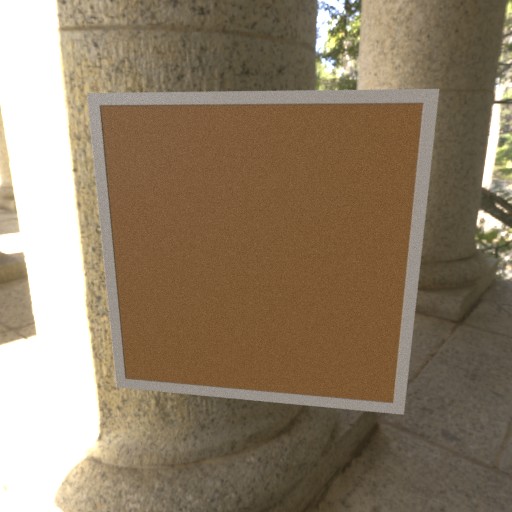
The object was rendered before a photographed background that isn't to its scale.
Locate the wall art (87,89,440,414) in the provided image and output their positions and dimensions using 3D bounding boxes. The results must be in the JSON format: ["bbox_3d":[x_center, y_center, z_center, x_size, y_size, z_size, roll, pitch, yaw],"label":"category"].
[{"bbox_3d":[0.000,0.000,0.439,0.305,0.305,0.038,3,17,9],"label":"wall art"}]
